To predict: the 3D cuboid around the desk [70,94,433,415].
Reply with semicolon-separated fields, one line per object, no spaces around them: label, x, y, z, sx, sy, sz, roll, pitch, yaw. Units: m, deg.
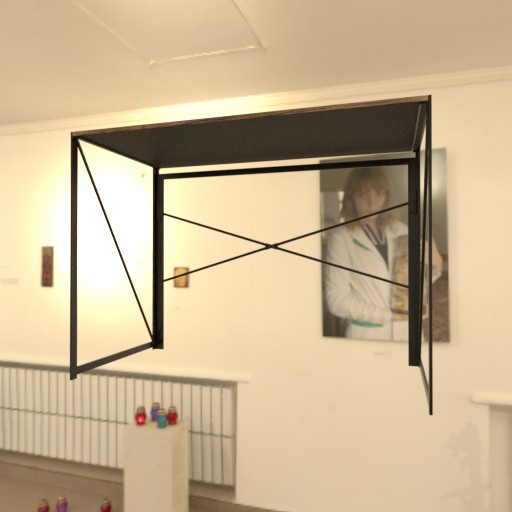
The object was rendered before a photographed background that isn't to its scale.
desk;0.000;0.000;1.422;1.015;0.747;0.505;0;-1;17
